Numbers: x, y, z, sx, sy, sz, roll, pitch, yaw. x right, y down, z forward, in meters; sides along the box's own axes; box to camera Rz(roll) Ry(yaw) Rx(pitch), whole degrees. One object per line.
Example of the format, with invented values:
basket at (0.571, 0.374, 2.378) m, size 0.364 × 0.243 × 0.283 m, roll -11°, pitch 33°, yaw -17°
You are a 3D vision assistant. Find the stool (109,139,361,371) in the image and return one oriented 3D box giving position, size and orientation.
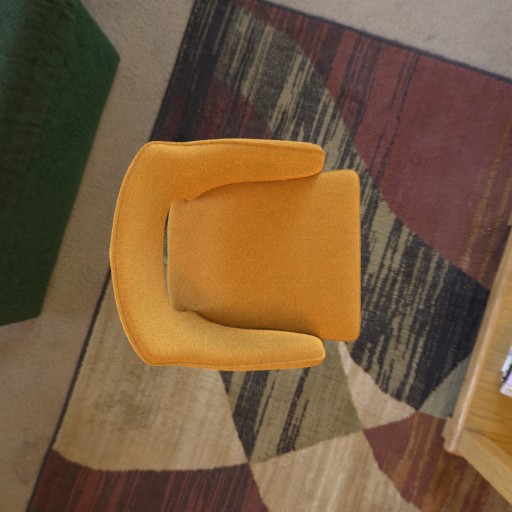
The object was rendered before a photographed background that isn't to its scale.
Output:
stool at (0.000, 0.000, 1.343) m, size 0.558 × 1.012 × 0.548 m, roll 0°, pitch 89°, yaw 1°
